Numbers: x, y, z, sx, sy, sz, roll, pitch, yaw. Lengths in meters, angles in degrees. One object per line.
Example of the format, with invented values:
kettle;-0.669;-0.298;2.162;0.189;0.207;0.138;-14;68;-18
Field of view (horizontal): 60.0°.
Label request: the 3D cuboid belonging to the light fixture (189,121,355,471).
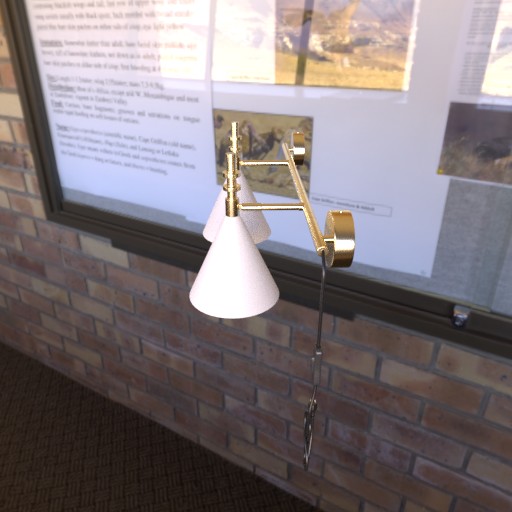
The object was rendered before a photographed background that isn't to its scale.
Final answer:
light fixture;0.000;0.000;0.885;0.239;0.468;0.642;-1;26;-1
